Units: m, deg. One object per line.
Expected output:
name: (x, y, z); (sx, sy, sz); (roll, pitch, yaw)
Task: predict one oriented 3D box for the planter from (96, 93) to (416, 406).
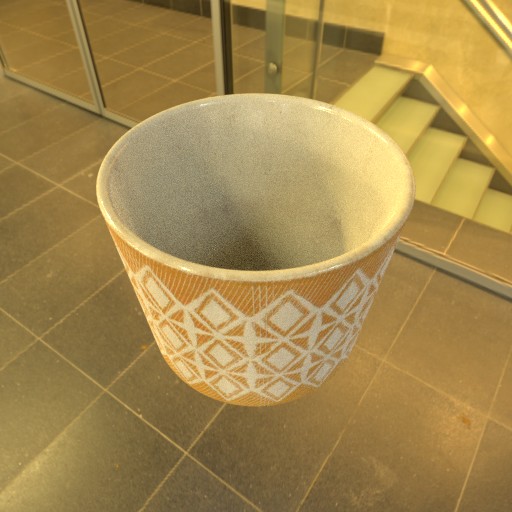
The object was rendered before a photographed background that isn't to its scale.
planter: (0.000, 0.000, 0.333); (0.193, 0.165, 0.193); (0, 45, 0)
